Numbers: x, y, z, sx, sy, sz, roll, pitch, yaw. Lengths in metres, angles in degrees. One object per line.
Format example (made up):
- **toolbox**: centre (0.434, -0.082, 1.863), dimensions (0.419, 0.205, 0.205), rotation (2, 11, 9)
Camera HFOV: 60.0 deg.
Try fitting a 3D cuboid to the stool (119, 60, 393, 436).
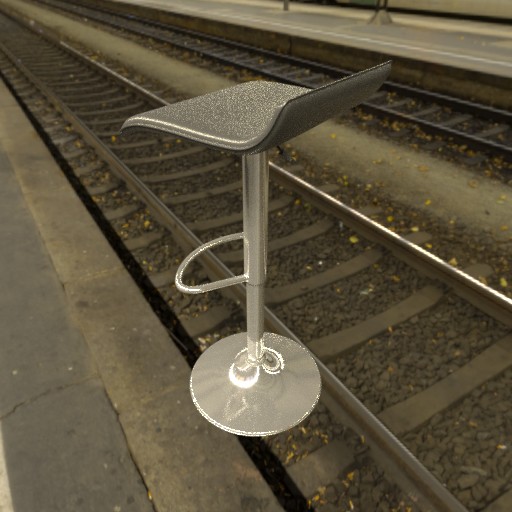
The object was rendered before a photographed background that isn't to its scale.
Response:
- **stool**: centre (0.000, 0.000, 1.049), dimensions (0.381, 0.851, 0.381), rotation (22, 40, 30)
